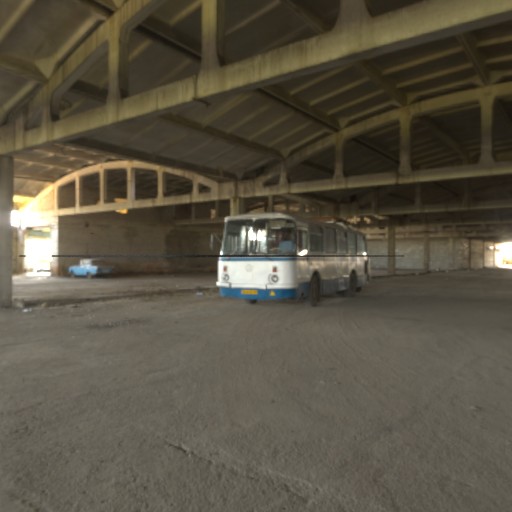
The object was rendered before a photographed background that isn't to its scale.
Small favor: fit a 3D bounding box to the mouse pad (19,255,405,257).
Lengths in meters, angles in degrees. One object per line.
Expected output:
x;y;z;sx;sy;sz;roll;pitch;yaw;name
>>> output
0.000;0.000;1.037;0.424;0.003;0.907;0;0;36;mouse pad
